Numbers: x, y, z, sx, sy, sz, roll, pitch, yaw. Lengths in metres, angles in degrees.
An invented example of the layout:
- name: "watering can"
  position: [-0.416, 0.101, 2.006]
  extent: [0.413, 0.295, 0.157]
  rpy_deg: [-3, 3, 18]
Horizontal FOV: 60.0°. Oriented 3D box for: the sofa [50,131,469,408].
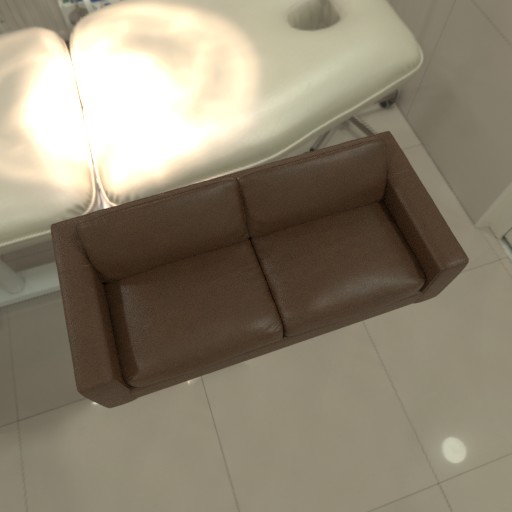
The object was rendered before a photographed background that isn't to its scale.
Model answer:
- name: "sofa"
  position: [0.000, 0.000, 2.735]
  extent: [2.262, 0.801, 1.070]
  rpy_deg: [-17, 65, -8]
